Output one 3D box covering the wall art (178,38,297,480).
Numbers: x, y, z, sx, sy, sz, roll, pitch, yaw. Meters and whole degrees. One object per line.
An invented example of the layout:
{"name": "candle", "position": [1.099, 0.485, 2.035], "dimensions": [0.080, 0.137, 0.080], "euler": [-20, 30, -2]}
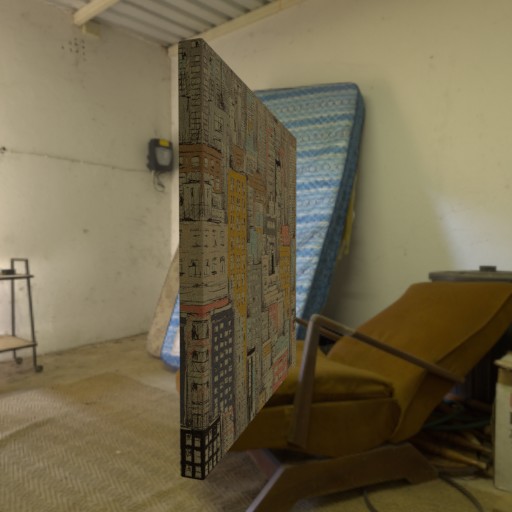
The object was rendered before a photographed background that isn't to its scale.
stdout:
{"name": "wall art", "position": [0.000, 0.000, 0.899], "dimensions": [0.038, 0.608, 0.607], "euler": [1, 2, 17]}
